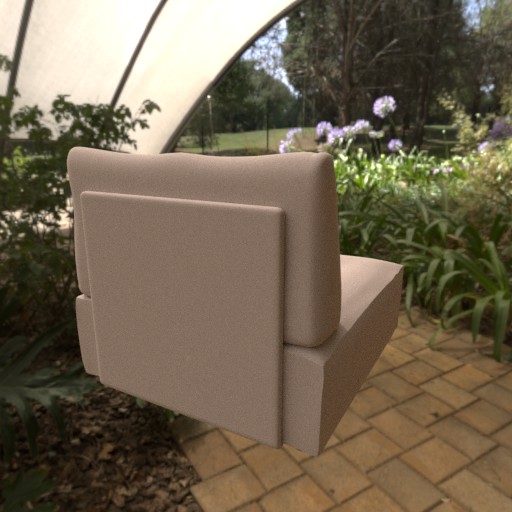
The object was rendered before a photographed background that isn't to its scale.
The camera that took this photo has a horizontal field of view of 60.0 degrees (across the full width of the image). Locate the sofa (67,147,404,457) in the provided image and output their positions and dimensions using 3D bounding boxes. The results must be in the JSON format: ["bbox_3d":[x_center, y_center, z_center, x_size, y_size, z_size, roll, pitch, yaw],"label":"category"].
[{"bbox_3d":[0.000,0.000,1.713,0.935,0.828,1.000,8,17,28],"label":"sofa"}]
